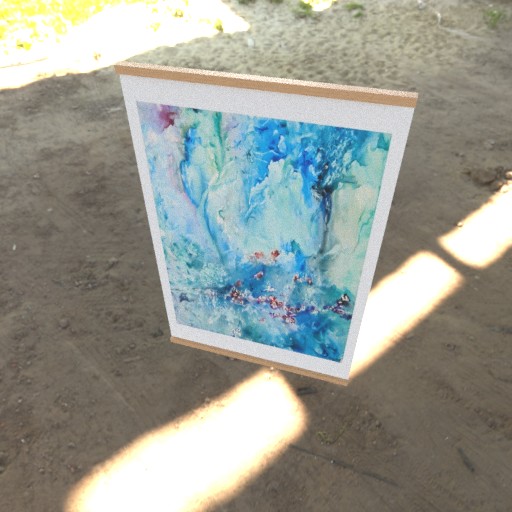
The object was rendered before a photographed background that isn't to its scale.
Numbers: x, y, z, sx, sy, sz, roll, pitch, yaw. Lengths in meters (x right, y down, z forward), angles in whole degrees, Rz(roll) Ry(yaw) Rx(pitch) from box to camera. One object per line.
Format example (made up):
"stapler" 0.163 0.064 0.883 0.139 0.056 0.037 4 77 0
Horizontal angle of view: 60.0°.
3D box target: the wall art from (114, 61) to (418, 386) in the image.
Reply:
"wall art" 0.000 0.000 1.288 0.669 1.020 0.027 11 43 12
